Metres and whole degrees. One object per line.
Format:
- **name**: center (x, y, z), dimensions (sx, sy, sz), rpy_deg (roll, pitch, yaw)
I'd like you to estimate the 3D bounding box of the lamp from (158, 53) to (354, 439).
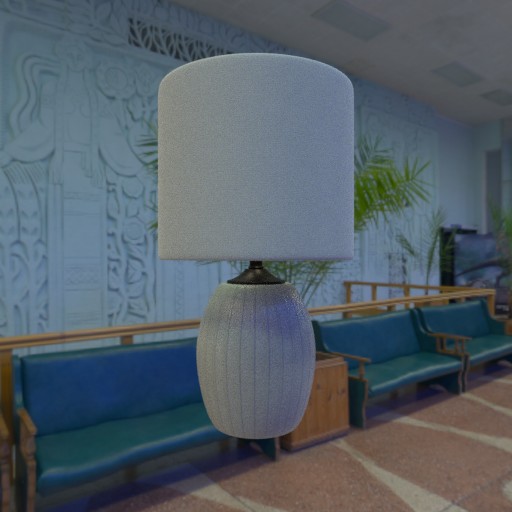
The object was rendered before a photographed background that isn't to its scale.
- **lamp**: center (0.000, 0.000, 0.760), dimensions (0.328, 0.570, 0.328), rpy_deg (0, 0, 0)
